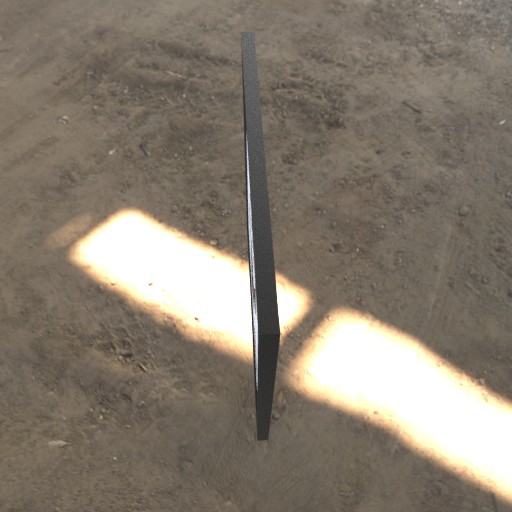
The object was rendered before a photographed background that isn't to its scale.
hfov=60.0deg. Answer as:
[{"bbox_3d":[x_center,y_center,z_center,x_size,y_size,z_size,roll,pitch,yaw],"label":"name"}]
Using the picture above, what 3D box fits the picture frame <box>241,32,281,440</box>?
[{"bbox_3d":[0.000,0.000,1.173,0.032,0.775,0.775,-2,57,-2],"label":"picture frame"}]
